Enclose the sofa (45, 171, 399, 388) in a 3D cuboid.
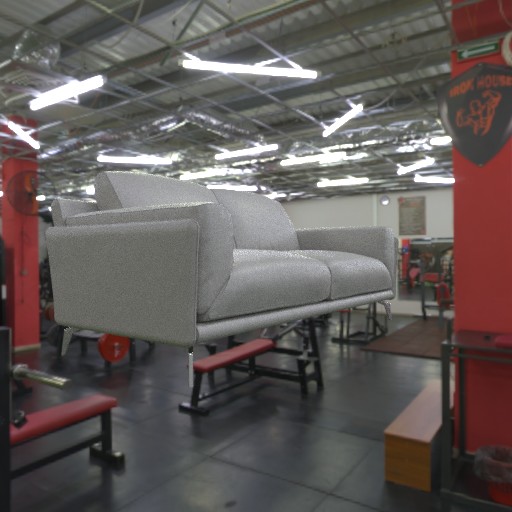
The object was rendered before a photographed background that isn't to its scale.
[{"bbox_3d":[0.000,0.000,2.671,1.049,0.930,2.101,0,0,37],"label":"sofa"}]
